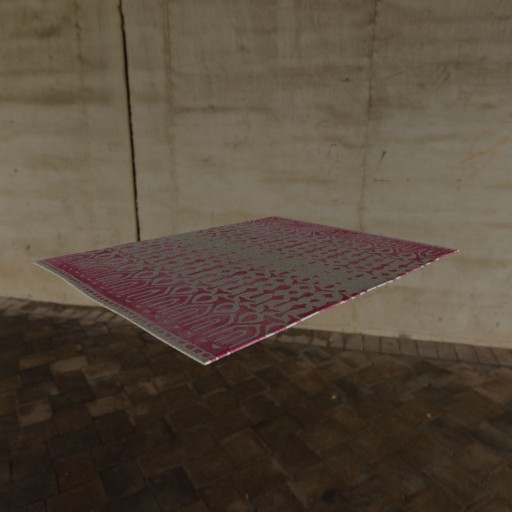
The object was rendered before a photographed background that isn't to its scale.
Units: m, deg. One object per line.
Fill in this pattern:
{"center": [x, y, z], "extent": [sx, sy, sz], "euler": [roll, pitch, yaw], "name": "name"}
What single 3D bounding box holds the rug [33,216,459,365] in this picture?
{"center": [0.000, 0.000, 4.045], "extent": [3.095, 0.016, 2.441], "euler": [-15, 22, -42], "name": "rug"}
